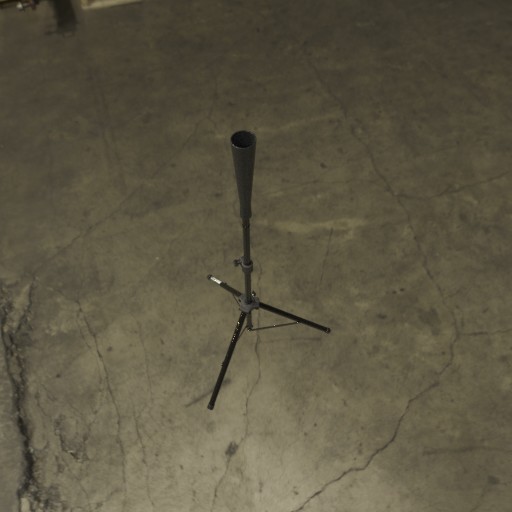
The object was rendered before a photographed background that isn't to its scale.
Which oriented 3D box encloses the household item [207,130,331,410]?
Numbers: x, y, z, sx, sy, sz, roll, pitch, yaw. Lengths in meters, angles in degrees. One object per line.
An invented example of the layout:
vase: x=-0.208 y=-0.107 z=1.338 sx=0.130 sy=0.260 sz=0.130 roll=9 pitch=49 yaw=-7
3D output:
household item: x=0.000 y=0.000 z=1.386 sx=0.559 sy=1.067 sz=0.559 roll=-16 pitch=59 yaw=-10
